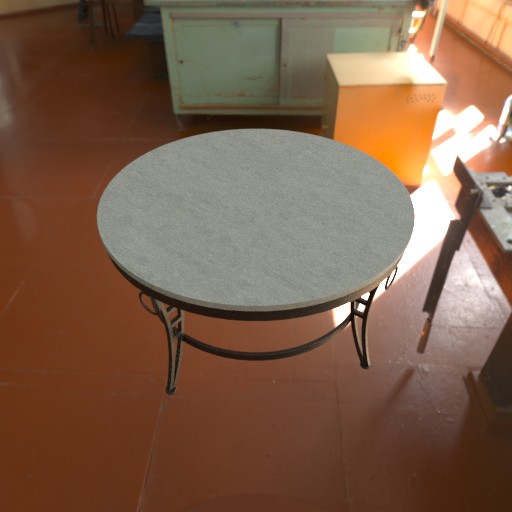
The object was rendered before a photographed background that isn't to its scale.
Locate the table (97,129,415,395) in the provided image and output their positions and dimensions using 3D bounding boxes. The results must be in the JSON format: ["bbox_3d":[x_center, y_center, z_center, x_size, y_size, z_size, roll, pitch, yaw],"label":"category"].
[{"bbox_3d":[0.000,0.000,1.434,0.889,0.470,0.889,0,40,0],"label":"table"}]
